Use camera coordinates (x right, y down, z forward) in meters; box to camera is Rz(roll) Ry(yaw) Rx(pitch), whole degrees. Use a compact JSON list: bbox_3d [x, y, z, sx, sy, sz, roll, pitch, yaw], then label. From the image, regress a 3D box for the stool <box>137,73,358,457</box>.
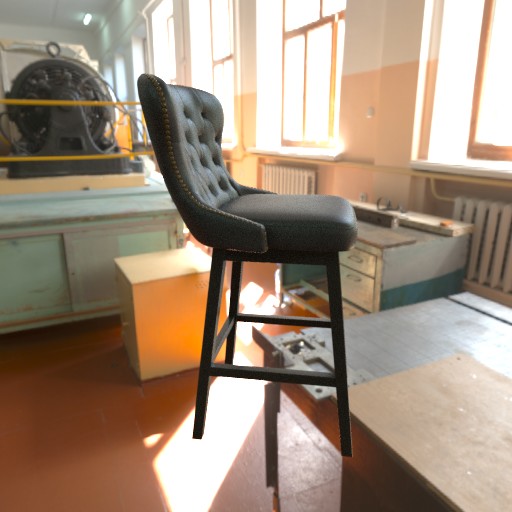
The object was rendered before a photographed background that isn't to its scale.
[{"bbox_3d":[0.000,0.000,1.299,0.593,0.971,0.528,3,16,9],"label":"stool"}]
